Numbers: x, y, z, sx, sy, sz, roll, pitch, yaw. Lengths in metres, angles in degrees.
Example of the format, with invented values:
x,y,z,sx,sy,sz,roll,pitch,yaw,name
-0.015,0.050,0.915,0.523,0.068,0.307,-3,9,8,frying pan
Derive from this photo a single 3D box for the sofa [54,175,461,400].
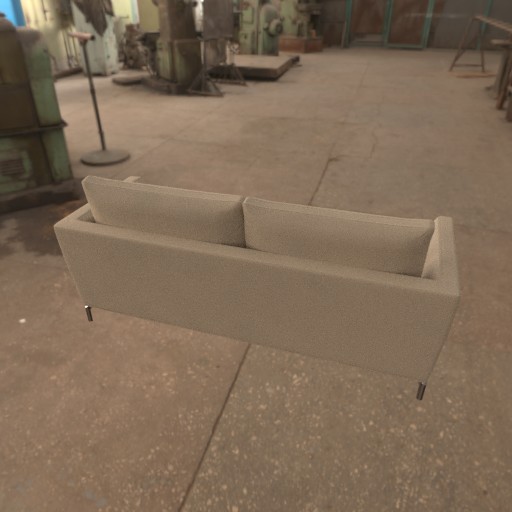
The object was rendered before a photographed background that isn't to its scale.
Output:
x,y,z,sx,sy,sz,roll,pitch,yaw,name
0.000,0.000,2.731,2.214,1.005,0.868,10,32,16,sofa
